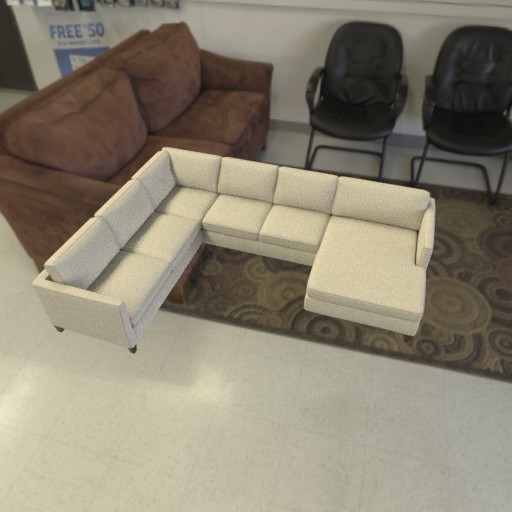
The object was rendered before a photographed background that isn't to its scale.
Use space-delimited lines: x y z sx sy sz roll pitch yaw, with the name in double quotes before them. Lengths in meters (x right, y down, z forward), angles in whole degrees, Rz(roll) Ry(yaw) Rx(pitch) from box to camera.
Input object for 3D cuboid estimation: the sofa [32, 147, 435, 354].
"sofa" 0.000 0.000 4.575 3.403 0.889 2.551 12 43 14
